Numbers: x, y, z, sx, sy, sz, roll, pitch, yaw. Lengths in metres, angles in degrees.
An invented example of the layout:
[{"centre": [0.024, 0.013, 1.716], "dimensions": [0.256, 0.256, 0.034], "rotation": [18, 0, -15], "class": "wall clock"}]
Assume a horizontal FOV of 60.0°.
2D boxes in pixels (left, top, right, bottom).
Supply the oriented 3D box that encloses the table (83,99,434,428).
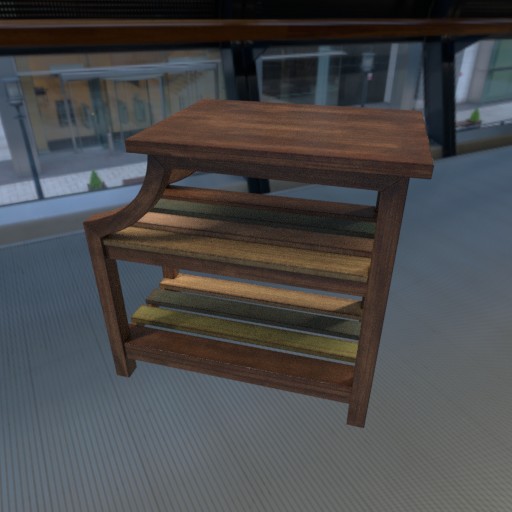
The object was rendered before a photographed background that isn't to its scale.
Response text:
[{"centre": [0.000, 0.000, 0.978], "dimensions": [0.609, 0.584, 0.356], "rotation": [8, 31, 13], "class": "table"}]
